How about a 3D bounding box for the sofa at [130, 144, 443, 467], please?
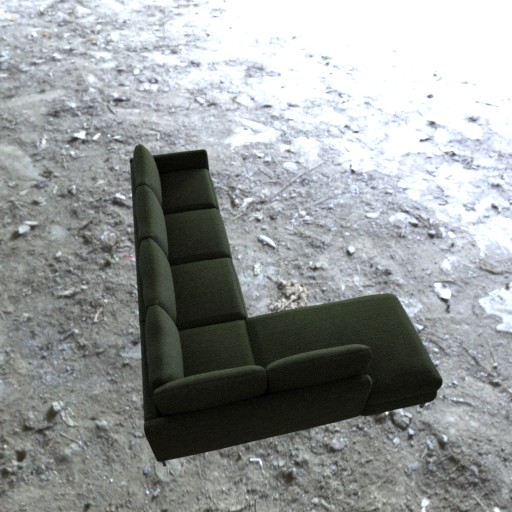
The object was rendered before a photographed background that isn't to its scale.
[{"bbox_3d":[0.000,0.000,3.857,2.007,0.815,2.949,-9,47,-9],"label":"sofa"}]
